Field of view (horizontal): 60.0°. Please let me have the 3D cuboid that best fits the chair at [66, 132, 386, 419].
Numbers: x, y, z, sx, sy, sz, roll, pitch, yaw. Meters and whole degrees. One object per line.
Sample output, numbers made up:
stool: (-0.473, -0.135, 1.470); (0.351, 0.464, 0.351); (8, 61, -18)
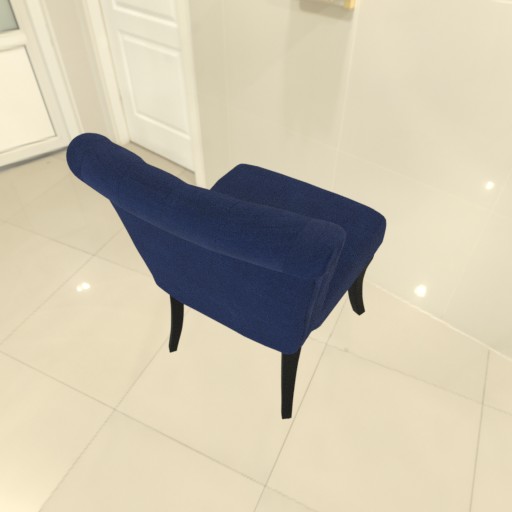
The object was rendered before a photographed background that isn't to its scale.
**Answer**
chair: (0.000, 0.000, 1.167); (0.585, 0.753, 0.606); (24, 49, 23)
